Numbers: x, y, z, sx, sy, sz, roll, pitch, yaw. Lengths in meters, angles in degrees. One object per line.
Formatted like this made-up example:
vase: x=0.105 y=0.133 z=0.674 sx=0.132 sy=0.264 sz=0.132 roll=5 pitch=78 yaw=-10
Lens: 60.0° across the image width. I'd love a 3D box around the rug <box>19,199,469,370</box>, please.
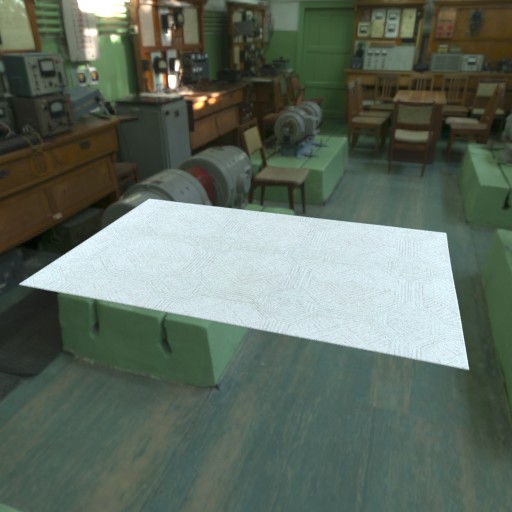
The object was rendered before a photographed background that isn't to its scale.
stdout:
rug: x=0.000 y=0.000 z=2.919 sx=2.440 sy=0.008 sz=1.524 roll=8 pitch=28 yaw=15
